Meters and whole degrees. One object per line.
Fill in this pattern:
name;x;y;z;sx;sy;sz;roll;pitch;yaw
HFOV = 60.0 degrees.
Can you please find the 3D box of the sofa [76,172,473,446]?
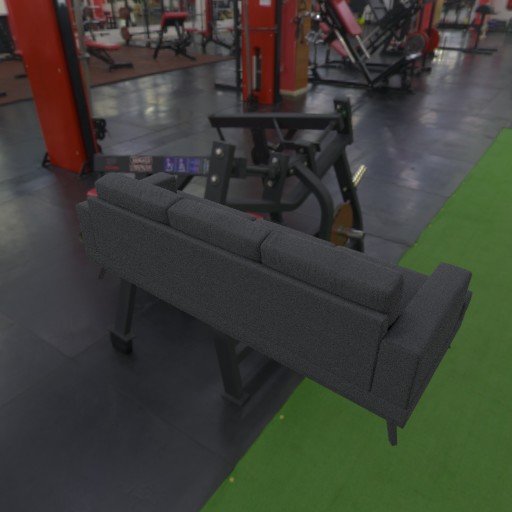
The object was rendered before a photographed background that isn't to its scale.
sofa;0.000;0.000;2.701;2.310;0.810;0.920;22;38;31
